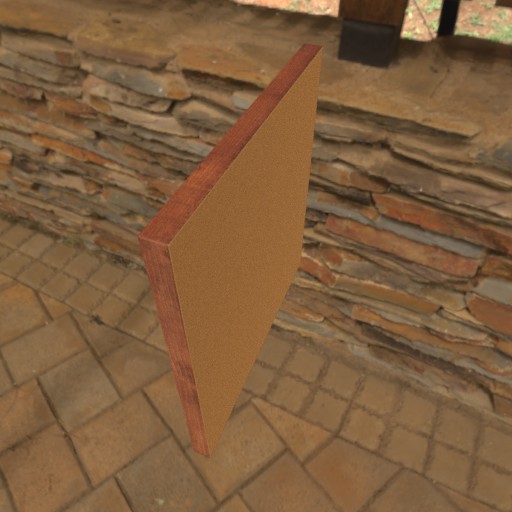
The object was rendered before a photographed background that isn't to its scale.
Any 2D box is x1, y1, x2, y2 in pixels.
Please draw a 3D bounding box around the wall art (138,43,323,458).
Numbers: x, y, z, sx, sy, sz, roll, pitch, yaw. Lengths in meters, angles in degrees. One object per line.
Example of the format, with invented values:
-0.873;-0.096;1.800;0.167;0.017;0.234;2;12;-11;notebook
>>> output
0.000;0.000;0.830;0.037;0.572;0.554;16;48;15;wall art
